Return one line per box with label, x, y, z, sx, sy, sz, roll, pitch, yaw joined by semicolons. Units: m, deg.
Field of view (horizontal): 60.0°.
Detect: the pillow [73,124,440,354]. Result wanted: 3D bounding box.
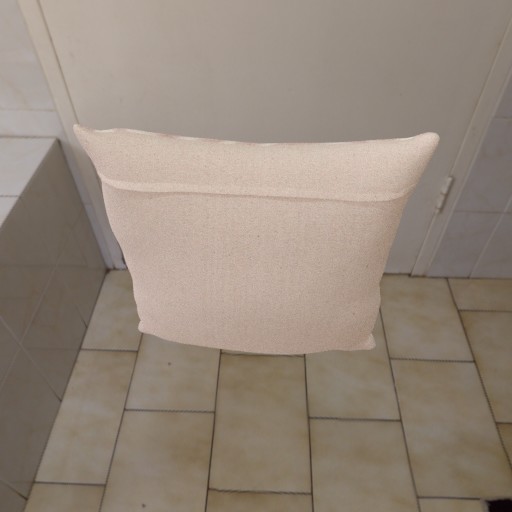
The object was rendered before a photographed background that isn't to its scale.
pillow;0.000;0.000;0.672;0.440;0.441;0.182;3;47;3
